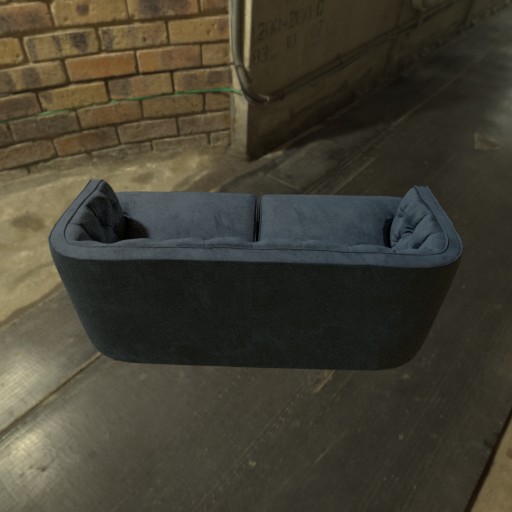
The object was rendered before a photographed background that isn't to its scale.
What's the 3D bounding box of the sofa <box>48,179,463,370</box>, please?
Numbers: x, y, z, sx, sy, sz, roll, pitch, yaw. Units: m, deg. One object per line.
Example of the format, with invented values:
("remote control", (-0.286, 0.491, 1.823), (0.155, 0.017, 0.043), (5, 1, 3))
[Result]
("sofa", (0.000, 0.000, 2.245), (1.733, 0.854, 0.941), (1, 45, 1))
